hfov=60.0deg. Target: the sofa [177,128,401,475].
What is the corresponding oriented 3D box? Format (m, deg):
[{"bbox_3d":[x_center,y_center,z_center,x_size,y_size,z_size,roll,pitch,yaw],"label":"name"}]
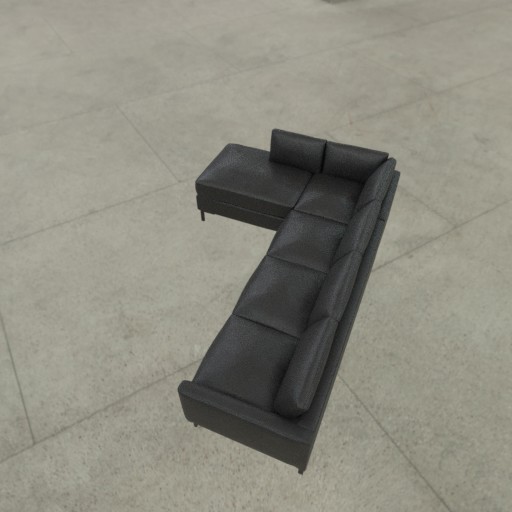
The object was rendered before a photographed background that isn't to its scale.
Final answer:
[{"bbox_3d":[0.000,0.000,3.919,1.938,0.877,2.984,17,48,16],"label":"sofa"}]
